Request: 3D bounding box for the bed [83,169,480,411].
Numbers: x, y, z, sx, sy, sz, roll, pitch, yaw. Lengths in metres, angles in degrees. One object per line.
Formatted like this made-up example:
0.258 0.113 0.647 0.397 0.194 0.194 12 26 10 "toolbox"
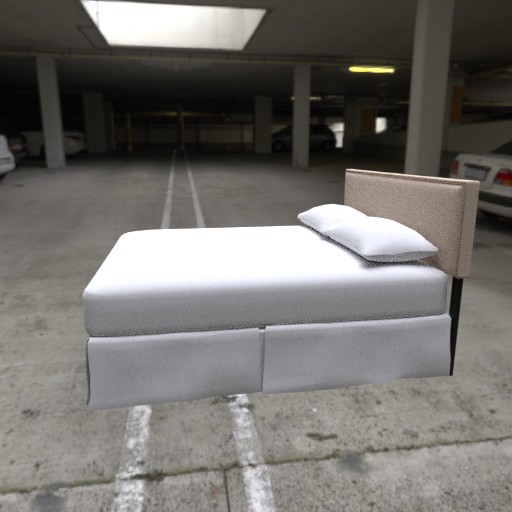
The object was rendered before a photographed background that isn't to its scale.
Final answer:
0.000 0.000 2.806 1.876 1.016 1.616 -2 13 -10 "bed"
